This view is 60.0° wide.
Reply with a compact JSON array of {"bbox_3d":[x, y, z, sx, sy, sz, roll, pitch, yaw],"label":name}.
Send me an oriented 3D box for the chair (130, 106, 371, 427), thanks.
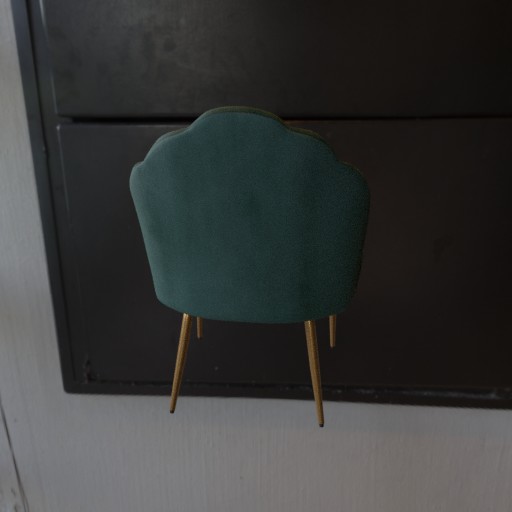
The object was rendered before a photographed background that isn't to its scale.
[{"bbox_3d":[0.000,0.000,1.310,0.657,0.819,0.599,2,17,8],"label":"chair"}]
